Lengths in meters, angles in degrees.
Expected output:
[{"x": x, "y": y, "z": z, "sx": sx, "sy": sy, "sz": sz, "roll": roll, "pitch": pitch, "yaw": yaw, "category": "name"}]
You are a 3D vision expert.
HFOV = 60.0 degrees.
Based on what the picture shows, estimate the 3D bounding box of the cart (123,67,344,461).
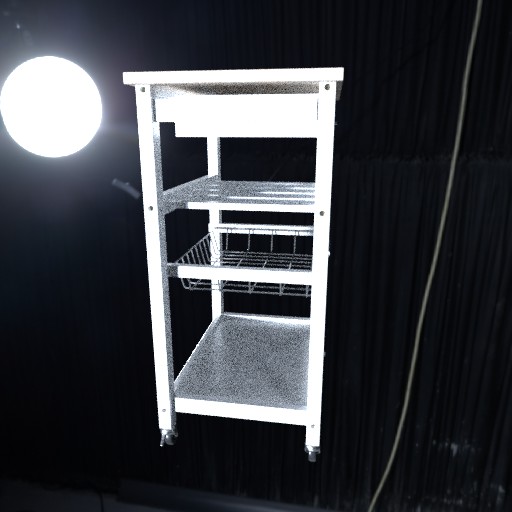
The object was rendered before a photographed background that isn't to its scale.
[{"x": 0.000, "y": 0.000, "z": 1.185, "sx": 0.406, "sy": 0.857, "sz": 0.578, "roll": 3, "pitch": 16, "yaw": 9, "category": "cart"}]
